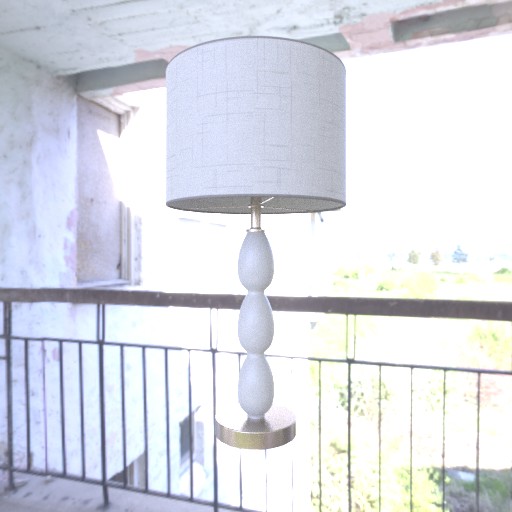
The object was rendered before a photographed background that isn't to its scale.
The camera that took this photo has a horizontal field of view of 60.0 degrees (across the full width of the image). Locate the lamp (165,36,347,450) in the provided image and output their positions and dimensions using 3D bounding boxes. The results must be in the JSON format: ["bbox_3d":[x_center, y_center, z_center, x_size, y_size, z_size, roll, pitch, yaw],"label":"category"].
[{"bbox_3d":[0.000,0.000,0.701,0.280,0.559,0.282,0,1,19],"label":"lamp"}]
